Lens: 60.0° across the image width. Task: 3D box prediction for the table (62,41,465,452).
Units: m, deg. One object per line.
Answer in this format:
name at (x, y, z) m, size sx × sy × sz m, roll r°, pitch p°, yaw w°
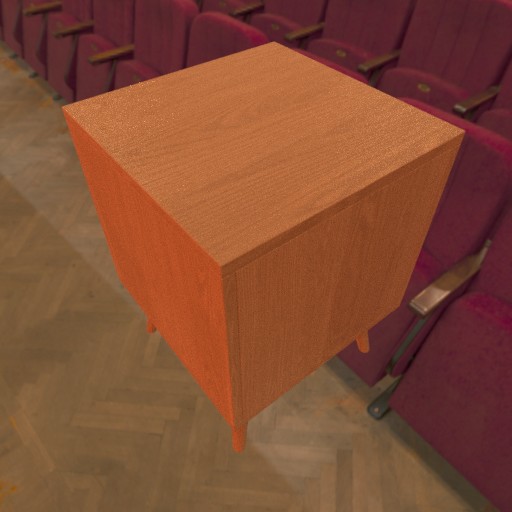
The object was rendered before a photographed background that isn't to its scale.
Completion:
table at (0.000, 0.000, 0.813) m, size 0.400 × 0.550 × 0.400 m, roll -29°, pitch 53°, yaw -26°
